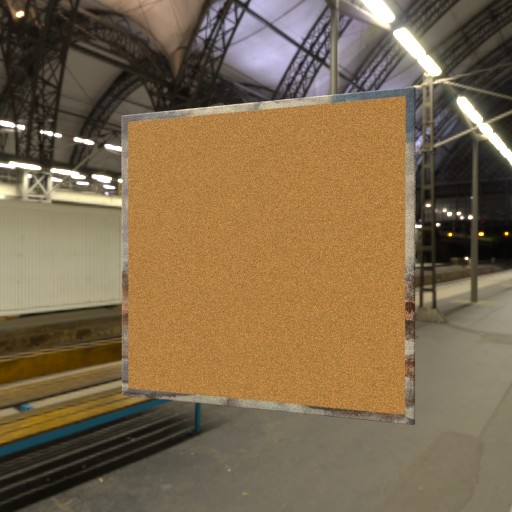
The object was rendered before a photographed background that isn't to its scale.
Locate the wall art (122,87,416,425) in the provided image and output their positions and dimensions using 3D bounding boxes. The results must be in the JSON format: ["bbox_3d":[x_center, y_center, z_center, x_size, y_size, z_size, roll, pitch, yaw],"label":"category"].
[{"bbox_3d":[0.000,0.000,1.313,0.888,0.897,0.035,0,0,16],"label":"wall art"}]
